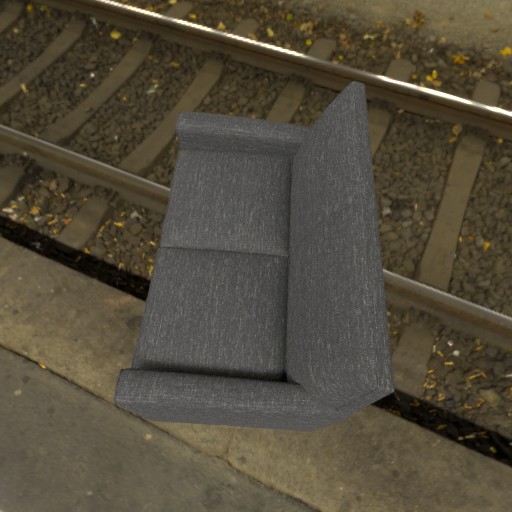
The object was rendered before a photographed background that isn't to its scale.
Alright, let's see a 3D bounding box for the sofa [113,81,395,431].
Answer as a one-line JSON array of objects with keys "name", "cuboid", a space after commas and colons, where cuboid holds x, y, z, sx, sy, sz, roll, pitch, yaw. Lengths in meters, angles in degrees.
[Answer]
[{"name": "sofa", "cuboid": [0.000, 0.000, 1.961, 0.875, 0.846, 1.420, 3, 58, 2]}]
